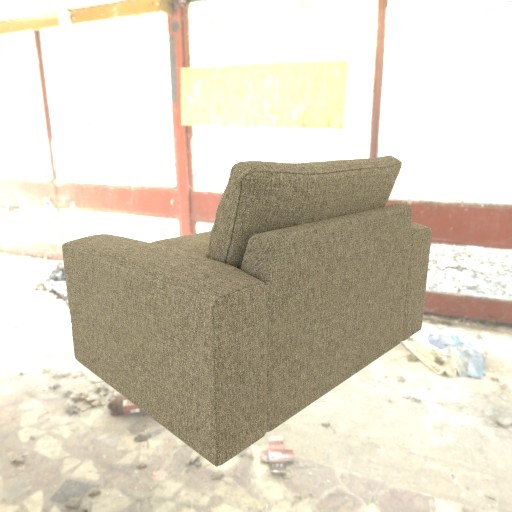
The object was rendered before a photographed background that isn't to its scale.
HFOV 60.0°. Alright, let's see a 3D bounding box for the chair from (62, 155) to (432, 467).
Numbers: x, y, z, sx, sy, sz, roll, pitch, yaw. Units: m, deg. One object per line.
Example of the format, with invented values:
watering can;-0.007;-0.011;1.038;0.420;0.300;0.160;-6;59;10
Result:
chair;0.000;0.000;2.040;1.039;0.915;1.398;14;21;42
